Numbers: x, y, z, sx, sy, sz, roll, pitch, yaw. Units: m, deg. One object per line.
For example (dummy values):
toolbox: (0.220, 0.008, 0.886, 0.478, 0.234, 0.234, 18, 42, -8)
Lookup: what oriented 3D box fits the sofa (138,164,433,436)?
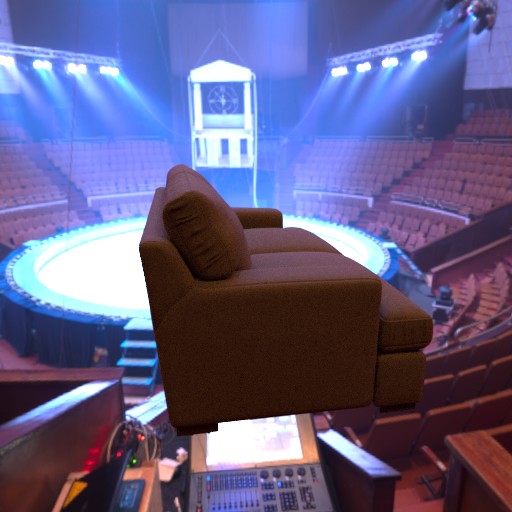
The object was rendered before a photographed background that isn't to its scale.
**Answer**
sofa: (0.000, 0.000, 2.506, 1.140, 0.950, 1.869, -3, 15, -10)
